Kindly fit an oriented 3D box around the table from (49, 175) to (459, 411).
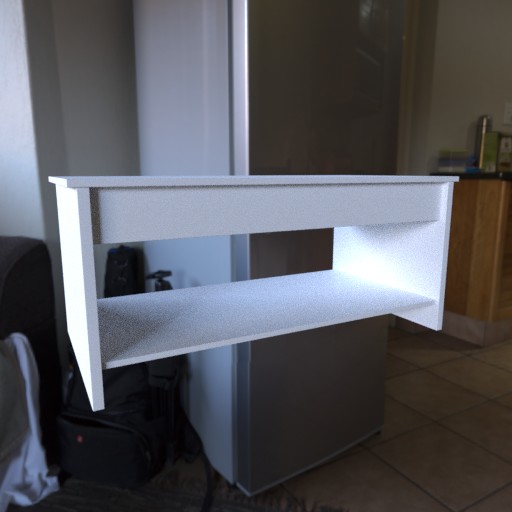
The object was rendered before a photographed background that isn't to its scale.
[{"bbox_3d":[0.000,0.000,1.247,1.000,0.441,0.500,-6,12,-27],"label":"table"}]
